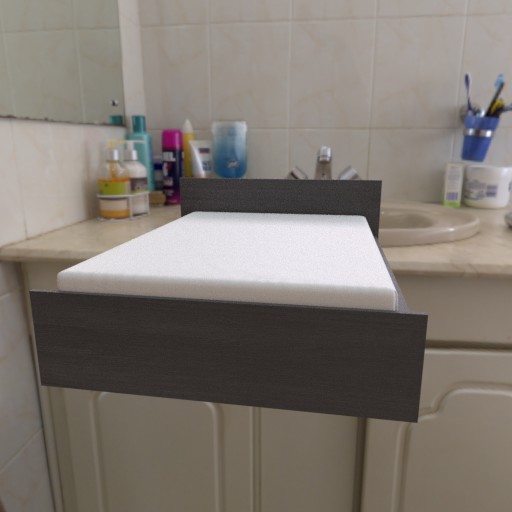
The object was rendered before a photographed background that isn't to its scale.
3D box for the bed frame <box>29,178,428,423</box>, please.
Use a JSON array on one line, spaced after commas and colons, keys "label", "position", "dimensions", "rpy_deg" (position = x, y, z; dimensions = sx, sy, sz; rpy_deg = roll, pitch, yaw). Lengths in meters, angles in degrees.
[{"label": "bed frame", "position": [0.000, 0.000, 2.704], "dimensions": [1.622, 0.800, 1.960], "rpy_deg": [2, 14, 10]}]
